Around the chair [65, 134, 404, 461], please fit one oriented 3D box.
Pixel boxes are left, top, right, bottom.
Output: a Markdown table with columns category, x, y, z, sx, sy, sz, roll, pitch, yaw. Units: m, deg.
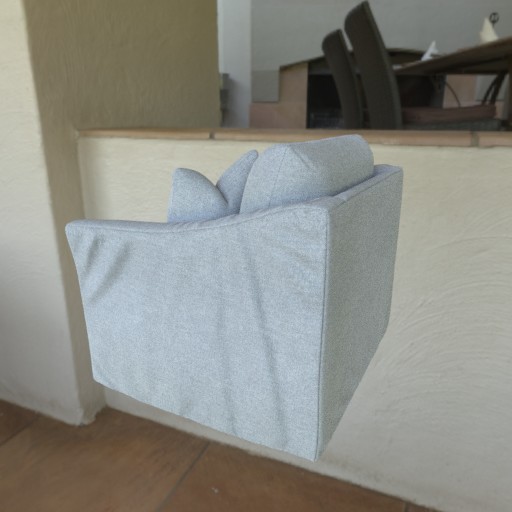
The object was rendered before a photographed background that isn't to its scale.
| category | x | y | z | sx | sy | sz | roll | pitch | yaw |
| --- | --- | --- | --- | --- | --- | --- | --- | --- | --- |
| chair | 0.000 | 0.000 | 2.024 | 1.071 | 1.059 | 1.194 | 9 | 19 | 26 |
